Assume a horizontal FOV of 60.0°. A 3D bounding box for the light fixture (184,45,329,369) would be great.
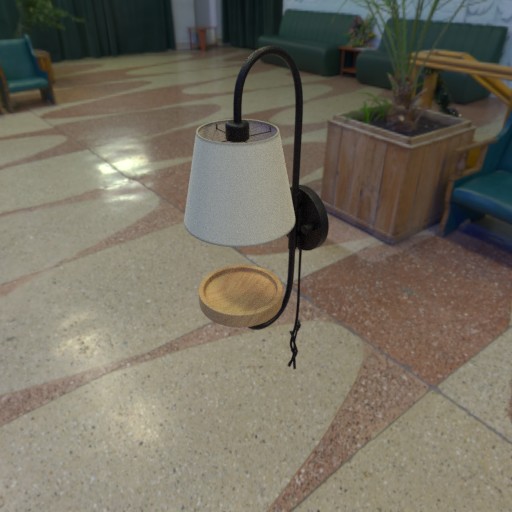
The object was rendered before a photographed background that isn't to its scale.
[{"bbox_3d":[0.000,0.000,0.955,0.299,0.821,0.220,-21,38,-29],"label":"light fixture"}]
